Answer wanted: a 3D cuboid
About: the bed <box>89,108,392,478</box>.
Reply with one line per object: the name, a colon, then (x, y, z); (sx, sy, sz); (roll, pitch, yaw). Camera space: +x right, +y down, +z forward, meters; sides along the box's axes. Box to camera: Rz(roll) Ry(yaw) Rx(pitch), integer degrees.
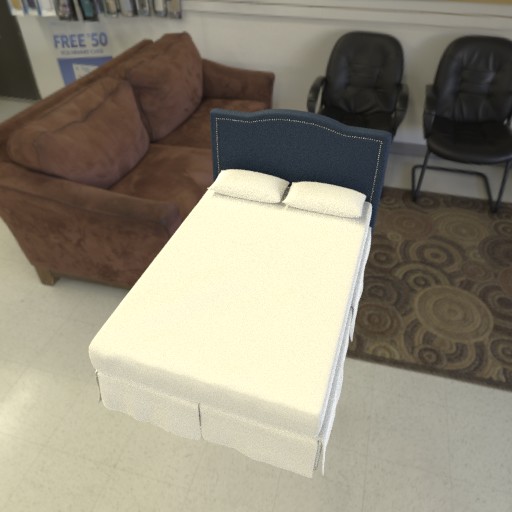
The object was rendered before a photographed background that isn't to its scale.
bed: (0.000, 0.000, 3.544); (1.741, 1.441, 2.507); (12, 42, 14)
